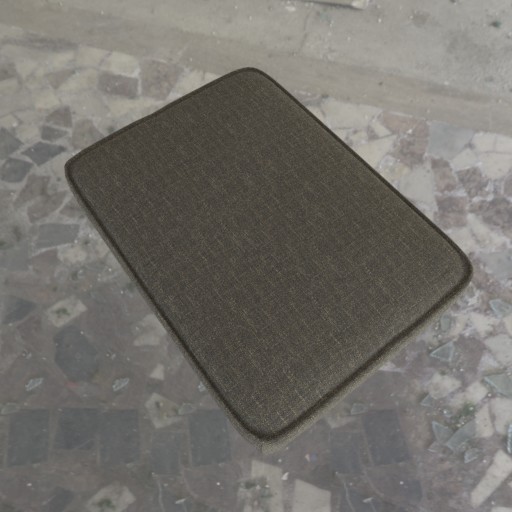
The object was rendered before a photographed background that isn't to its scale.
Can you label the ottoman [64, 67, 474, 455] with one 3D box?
[{"bbox_3d":[0.000,0.000,1.062,0.549,0.450,0.749,-34,67,-16],"label":"ottoman"}]
